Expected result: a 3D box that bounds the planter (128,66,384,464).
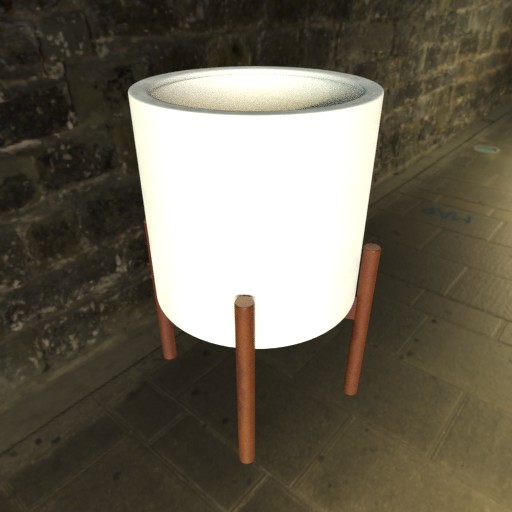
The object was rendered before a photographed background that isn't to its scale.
[{"bbox_3d":[0.000,0.000,0.916,0.417,0.670,0.417,-20,36,-29],"label":"planter"}]
